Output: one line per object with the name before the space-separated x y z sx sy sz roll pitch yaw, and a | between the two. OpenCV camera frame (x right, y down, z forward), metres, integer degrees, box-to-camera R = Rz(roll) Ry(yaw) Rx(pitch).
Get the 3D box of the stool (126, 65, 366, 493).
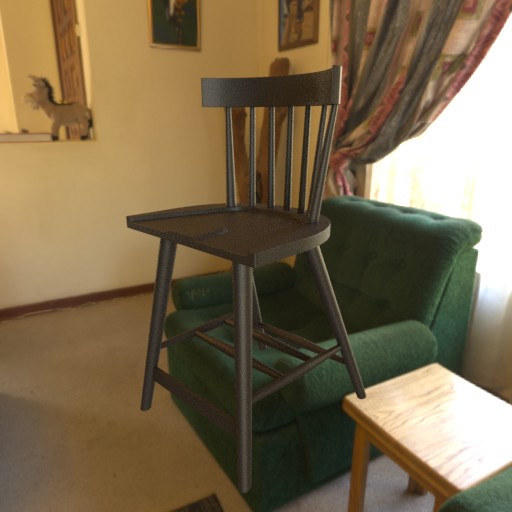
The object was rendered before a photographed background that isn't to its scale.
stool | 0.000 0.000 1.238 0.494 0.953 0.549 16 24 42
